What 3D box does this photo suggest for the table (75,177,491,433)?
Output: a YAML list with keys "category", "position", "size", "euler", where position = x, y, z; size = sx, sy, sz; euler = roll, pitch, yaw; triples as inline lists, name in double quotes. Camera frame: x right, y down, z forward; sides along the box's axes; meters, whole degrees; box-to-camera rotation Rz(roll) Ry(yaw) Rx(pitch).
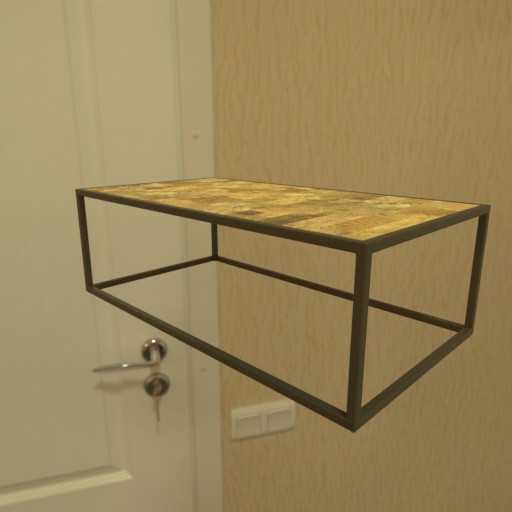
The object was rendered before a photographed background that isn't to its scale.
- category: "table"
  position: [0.000, 0.000, 1.470]
  size: [1.199, 0.398, 0.649]
  euler: [15, 21, 43]
